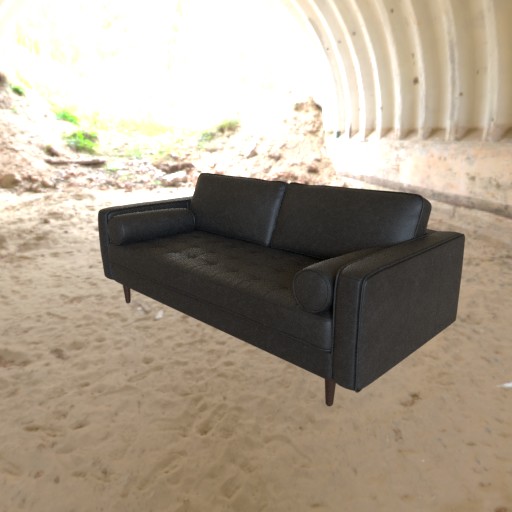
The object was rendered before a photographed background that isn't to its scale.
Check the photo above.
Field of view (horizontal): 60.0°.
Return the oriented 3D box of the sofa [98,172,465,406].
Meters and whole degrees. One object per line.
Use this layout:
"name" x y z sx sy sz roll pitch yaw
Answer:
"sofa" 0.000 0.000 2.403 1.879 0.770 0.921 15 22 43
